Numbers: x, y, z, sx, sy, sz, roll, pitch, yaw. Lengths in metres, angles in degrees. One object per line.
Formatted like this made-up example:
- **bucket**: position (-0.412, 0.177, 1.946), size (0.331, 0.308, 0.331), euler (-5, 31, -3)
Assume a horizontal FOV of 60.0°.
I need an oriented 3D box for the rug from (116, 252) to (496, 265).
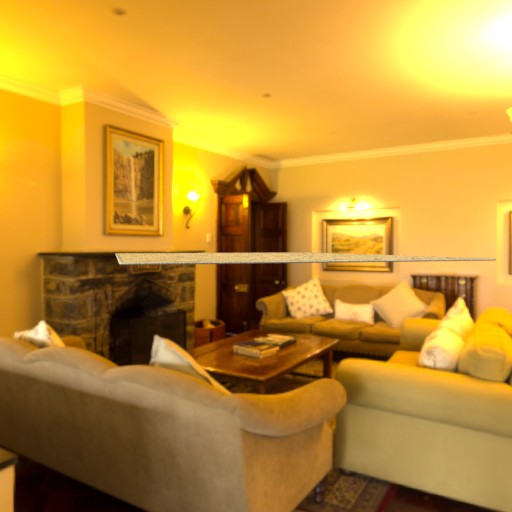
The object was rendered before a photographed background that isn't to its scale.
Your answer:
- **rug**: position (0.000, 0.000, 4.070), size (2.441, 0.016, 3.050), euler (0, 1, -18)
